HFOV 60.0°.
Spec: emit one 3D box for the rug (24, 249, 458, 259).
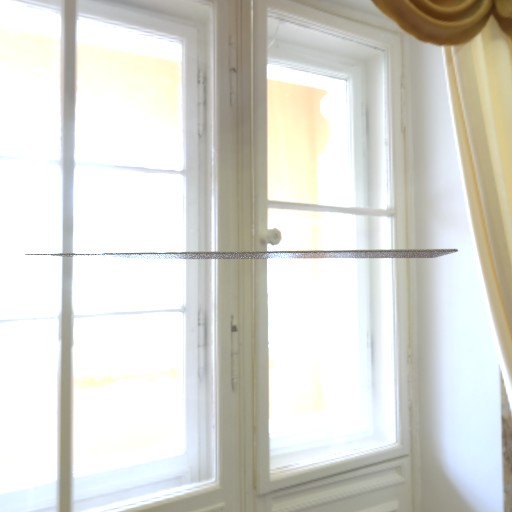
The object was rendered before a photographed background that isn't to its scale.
[{"bbox_3d":[0.000,0.000,3.684,2.878,0.014,2.005,0,-1,19],"label":"rug"}]
